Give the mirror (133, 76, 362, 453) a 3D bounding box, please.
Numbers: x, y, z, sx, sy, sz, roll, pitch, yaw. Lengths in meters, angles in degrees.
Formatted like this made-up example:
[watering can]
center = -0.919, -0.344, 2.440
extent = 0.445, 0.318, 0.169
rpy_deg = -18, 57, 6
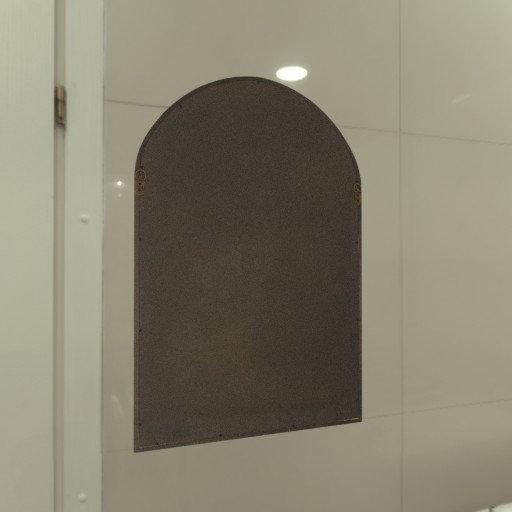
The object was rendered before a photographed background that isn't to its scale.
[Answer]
[mirror]
center = 0.000, 0.000, 1.143
extent = 0.609, 0.915, 0.032
rpy_deg = 0, -1, -19
